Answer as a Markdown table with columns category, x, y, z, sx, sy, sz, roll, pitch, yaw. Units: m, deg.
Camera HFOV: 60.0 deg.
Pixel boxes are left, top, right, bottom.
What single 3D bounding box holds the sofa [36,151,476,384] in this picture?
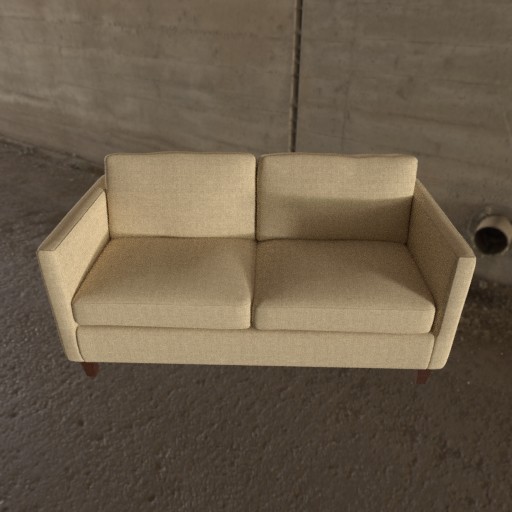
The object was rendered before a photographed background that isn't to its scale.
| category | x | y | z | sx | sy | sz | roll | pitch | yaw |
| --- | --- | --- | --- | --- | --- | --- | --- | --- | --- |
| sofa | 0.000 | 0.000 | 2.368 | 1.884 | 0.963 | 0.950 | 1 | 31 | 1 |
